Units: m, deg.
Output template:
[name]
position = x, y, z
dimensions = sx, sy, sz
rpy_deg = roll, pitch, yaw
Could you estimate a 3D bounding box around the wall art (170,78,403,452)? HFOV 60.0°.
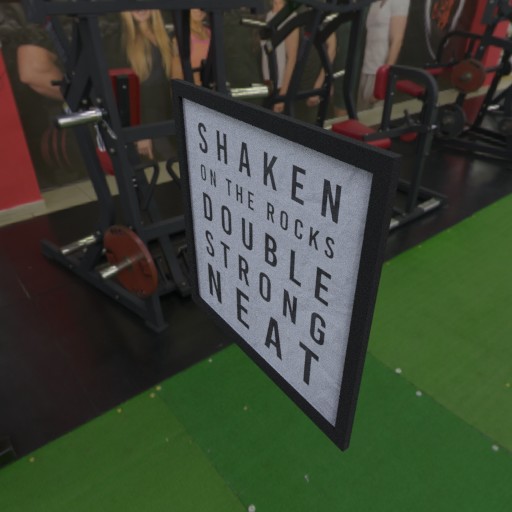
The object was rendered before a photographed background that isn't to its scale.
[wall art]
position = 0.000, 0.000, 0.698
dimensions = 0.013, 0.458, 0.456
rpy_deg = -22, 38, -30
